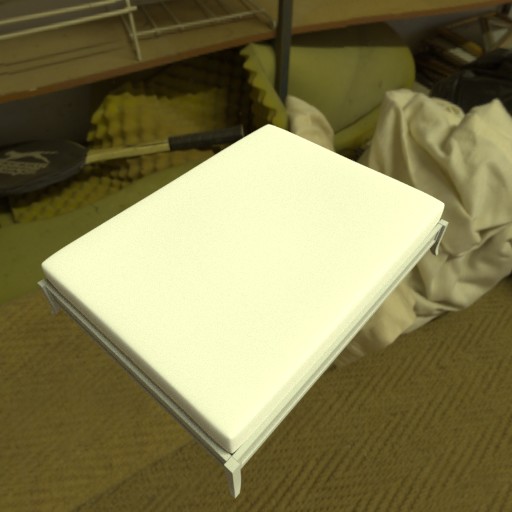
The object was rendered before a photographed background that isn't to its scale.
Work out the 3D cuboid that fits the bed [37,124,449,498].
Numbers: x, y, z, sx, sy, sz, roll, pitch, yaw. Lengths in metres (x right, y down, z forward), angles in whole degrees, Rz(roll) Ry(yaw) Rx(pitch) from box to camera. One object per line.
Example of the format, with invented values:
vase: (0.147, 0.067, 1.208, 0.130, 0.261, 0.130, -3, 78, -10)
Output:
bed: (0.000, 0.000, 2.796, 1.604, 0.510, 2.108, 33, 55, 27)
